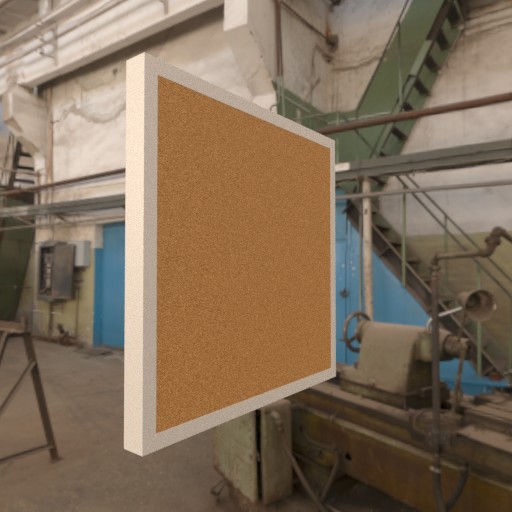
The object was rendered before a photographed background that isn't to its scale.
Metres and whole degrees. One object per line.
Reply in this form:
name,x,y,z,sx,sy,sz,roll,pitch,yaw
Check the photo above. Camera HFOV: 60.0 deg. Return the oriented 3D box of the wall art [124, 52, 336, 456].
wall art,0.000,0.000,0.768,0.038,0.508,0.507,-1,-2,38
